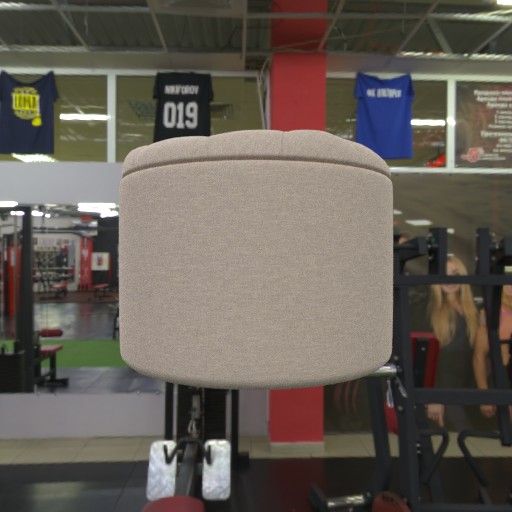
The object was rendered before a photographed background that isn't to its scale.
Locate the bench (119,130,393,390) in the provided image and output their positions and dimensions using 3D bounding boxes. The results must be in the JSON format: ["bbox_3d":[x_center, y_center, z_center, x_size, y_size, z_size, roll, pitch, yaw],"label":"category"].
[{"bbox_3d":[0.000,0.000,1.016,0.600,0.454,0.600,0,0,0],"label":"bench"}]
